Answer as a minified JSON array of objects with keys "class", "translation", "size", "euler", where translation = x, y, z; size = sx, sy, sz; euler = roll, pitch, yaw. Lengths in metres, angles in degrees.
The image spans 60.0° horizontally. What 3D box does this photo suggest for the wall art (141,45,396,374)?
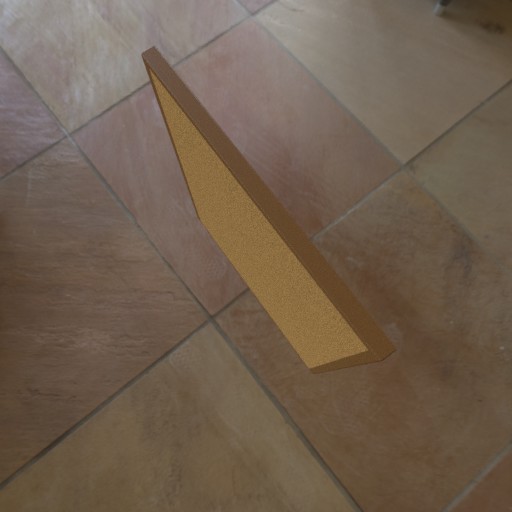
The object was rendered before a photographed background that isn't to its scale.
[{"class":"wall art","translation":[0.000,0.000,0.750],"size":[0.021,0.550,0.449],"euler":[-35,77,-9]}]
